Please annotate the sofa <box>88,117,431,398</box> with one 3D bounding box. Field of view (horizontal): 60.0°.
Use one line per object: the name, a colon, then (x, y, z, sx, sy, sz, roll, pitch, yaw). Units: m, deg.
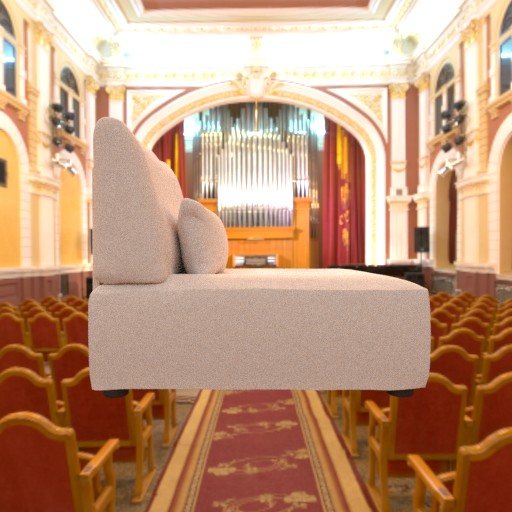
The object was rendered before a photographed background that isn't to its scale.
sofa: (0.000, 0.000, 1.611, 1.000, 0.820, 0.700, 0, 0, 1)
